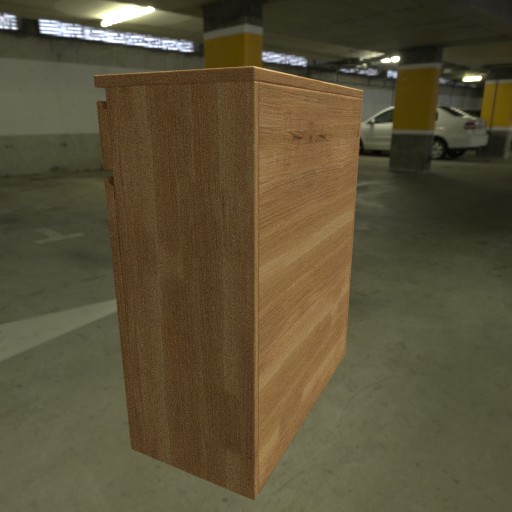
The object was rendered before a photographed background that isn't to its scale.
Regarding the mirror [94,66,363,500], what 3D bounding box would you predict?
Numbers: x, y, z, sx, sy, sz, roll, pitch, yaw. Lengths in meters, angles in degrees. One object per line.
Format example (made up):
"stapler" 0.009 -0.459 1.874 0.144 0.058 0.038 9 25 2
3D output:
"mirror" 0.000 0.000 1.382 0.400 1.000 0.800 9 19 26
